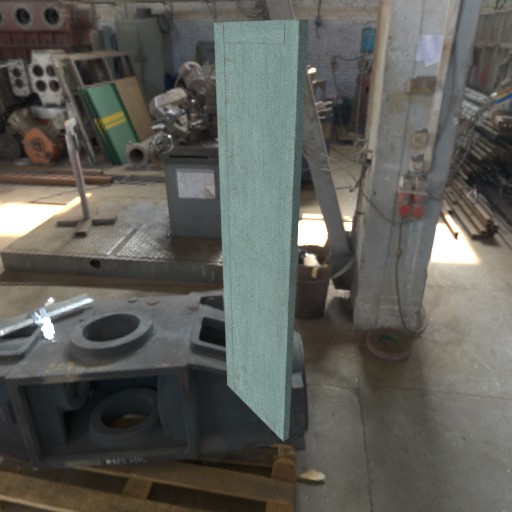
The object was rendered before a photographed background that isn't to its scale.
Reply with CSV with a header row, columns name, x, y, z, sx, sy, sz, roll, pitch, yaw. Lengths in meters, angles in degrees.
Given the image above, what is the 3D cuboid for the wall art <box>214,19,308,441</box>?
name,x,y,z,sx,sy,sz,roll,pitch,yaw
wall art,0.000,0.000,1.302,0.025,1.219,0.329,-19,32,-33
